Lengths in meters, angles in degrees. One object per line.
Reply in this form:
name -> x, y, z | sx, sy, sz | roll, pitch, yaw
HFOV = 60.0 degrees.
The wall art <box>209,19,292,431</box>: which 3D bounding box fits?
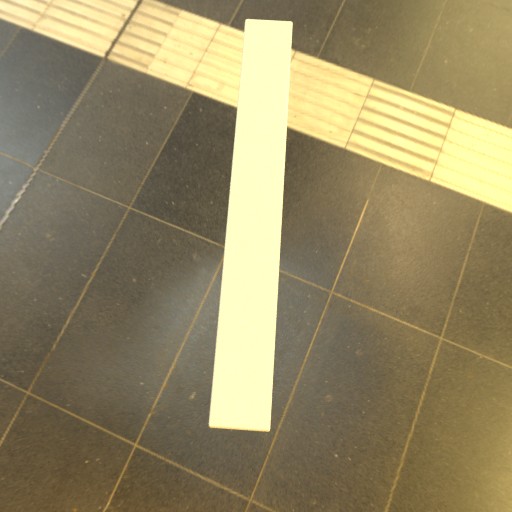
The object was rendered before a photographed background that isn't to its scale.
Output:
wall art -> 0.000, 0.000, 0.456 | 0.038, 0.305, 0.305 | 4, 74, 1
